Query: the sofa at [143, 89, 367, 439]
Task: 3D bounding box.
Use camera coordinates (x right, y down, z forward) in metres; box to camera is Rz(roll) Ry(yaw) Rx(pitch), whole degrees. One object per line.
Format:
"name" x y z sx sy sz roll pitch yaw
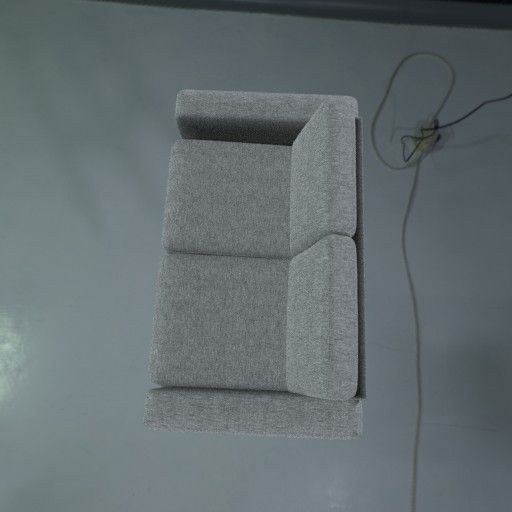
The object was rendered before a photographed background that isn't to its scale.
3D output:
"sofa" 0.000 0.000 2.045 0.900 0.800 1.520 3 75 1
